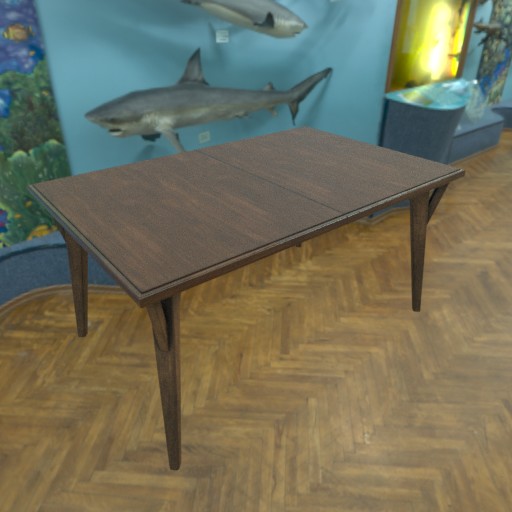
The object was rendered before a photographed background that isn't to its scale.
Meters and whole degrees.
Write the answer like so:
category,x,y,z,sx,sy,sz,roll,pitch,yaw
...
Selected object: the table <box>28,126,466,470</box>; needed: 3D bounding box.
category,x,y,z,sx,sy,sz,roll,pitch,yaw
table,0.000,0.000,2.018,1.524,0.761,0.990,-22,36,-33
